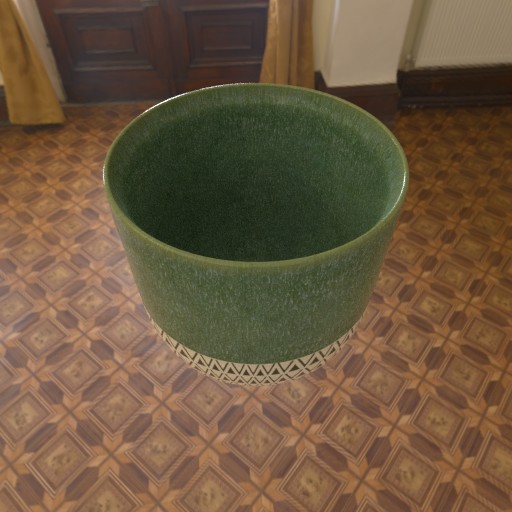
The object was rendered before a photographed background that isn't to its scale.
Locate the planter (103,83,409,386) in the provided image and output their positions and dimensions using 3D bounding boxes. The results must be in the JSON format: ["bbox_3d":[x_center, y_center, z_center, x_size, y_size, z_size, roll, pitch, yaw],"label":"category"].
[{"bbox_3d":[0.000,0.000,0.492,0.266,0.270,0.266,0,48,0],"label":"planter"}]
